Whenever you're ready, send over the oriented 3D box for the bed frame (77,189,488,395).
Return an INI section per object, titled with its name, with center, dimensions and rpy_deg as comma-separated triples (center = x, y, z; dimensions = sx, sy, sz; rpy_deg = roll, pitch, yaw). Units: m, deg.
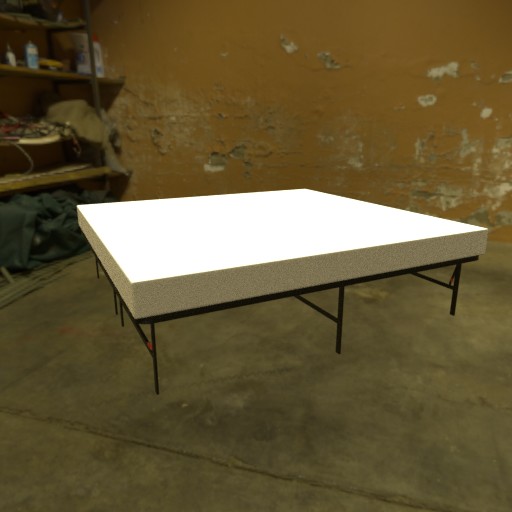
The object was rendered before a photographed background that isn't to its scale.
[bed frame]
center = 0.000, 0.000, 3.014
dimensions = 2.032, 0.559, 1.930
rpy_deg = -8, 18, -26
